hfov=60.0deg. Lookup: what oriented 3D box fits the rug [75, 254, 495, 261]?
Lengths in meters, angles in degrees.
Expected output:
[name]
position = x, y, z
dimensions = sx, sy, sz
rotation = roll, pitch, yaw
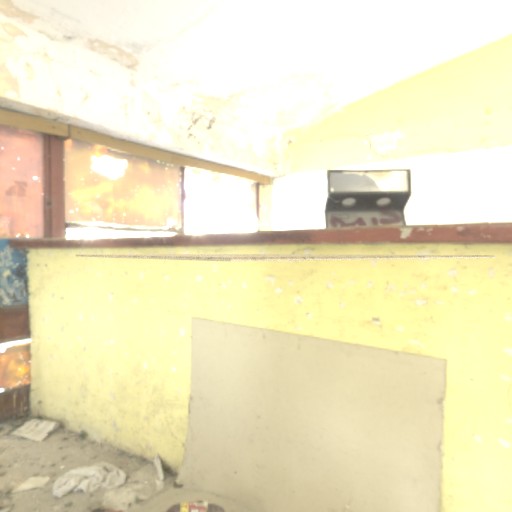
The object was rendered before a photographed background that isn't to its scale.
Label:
[rug]
position = 0.000, 0.000, 4.007
dimensions = 2.420, 0.019, 3.038
rotation = 0, 1, -35
